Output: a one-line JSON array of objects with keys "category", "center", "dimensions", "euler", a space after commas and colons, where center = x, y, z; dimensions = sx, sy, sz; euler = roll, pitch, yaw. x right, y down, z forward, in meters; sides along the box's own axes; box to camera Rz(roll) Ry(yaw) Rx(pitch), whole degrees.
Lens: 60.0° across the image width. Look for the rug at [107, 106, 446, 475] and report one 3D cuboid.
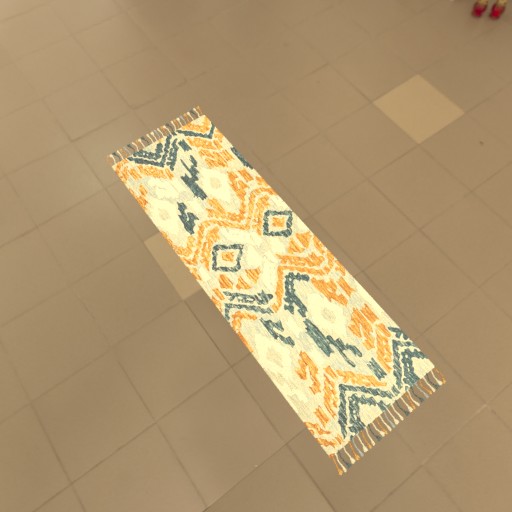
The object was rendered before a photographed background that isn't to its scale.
[{"category": "rug", "center": [0.000, 0.000, 2.710], "dimensions": [0.783, 0.010, 2.437], "euler": [-34, 69, -15]}]
